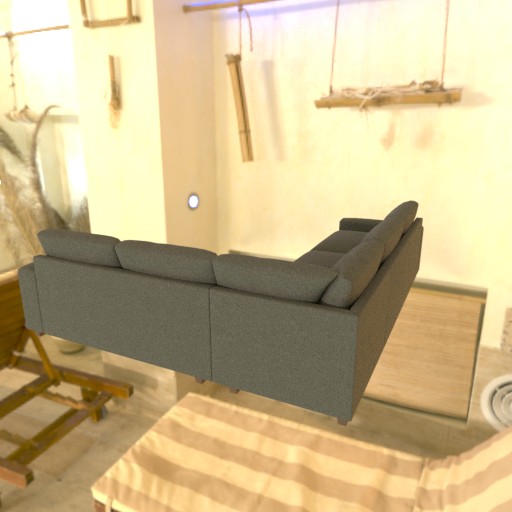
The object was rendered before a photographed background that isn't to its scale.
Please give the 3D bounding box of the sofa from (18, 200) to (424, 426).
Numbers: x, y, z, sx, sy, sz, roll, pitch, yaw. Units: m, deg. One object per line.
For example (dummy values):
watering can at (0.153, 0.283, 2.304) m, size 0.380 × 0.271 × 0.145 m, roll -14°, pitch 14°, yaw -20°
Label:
sofa at (0.000, 0.000, 4.569) m, size 2.895 × 0.965 × 3.277 m, roll 8°, pitch 18°, yaw 25°
